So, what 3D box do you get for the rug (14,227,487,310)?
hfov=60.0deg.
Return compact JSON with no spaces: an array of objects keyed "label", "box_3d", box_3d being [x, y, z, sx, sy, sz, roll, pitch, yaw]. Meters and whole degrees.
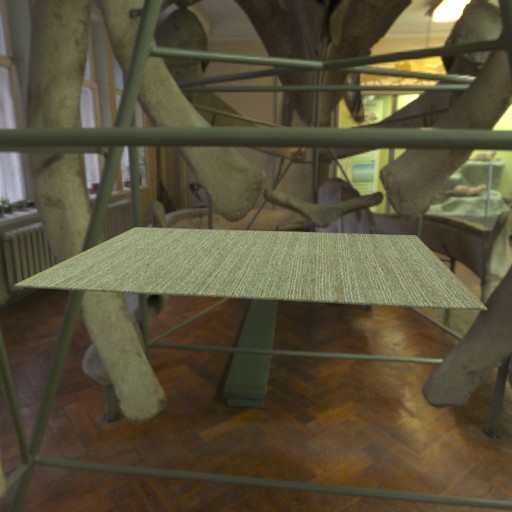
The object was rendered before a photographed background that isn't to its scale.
[{"label":"rug","box_3d":[0.000,0.000,2.273,1.824,0.010,1.240,2,15,8]}]
